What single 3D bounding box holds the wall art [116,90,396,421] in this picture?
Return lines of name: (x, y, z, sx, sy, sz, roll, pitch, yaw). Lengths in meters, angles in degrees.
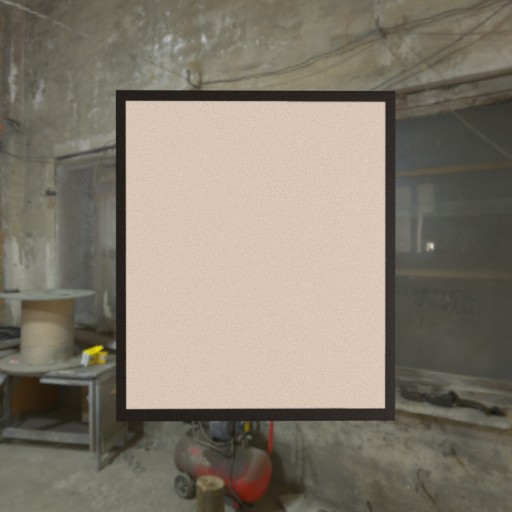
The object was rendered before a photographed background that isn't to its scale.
wall art: (0.000, 0.000, 0.692, 0.430, 0.509, 0.021, 0, 0, -1)
